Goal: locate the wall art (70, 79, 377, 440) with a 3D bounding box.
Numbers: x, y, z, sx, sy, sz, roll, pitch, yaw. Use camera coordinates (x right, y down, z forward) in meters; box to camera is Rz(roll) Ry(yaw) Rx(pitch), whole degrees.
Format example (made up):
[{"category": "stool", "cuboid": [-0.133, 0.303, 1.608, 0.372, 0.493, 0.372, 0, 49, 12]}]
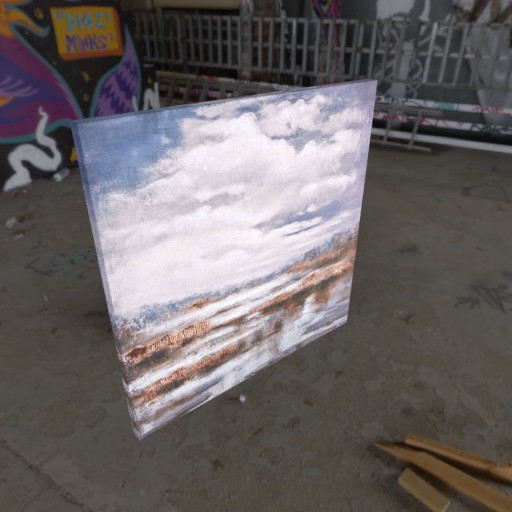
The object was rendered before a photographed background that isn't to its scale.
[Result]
[{"category": "wall art", "cuboid": [0.000, 0.000, 1.302, 0.888, 0.897, 0.035, -21, 36, -33]}]
